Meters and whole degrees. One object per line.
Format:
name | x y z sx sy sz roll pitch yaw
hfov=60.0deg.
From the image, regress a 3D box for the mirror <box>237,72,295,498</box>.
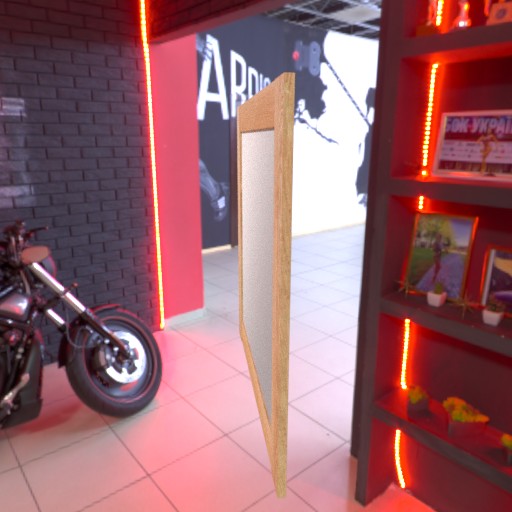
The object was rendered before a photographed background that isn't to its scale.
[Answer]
mirror | 0.000 0.000 1.175 0.020 0.800 0.800 -2 15 -7
